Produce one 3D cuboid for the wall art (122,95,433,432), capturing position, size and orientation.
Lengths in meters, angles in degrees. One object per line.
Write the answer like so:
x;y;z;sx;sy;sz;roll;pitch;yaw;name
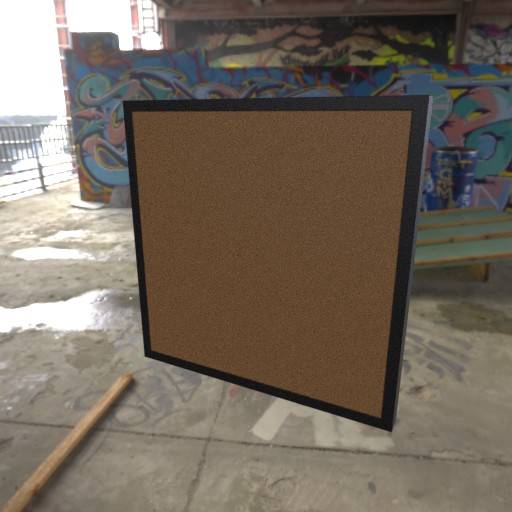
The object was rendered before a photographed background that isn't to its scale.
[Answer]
0.000;0.000;0.756;0.506;0.506;0.037;9;20;26;wall art
